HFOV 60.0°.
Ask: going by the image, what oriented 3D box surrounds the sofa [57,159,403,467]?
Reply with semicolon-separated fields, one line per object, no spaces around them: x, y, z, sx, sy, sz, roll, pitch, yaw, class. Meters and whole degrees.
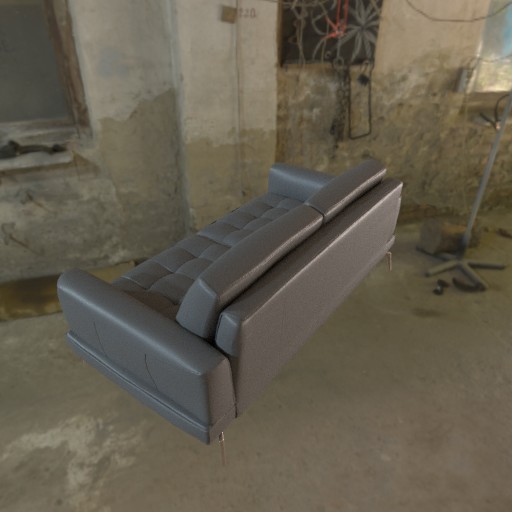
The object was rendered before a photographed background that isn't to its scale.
0.000;0.000;2.790;1.121;0.930;2.177;22;38;30;sofa
